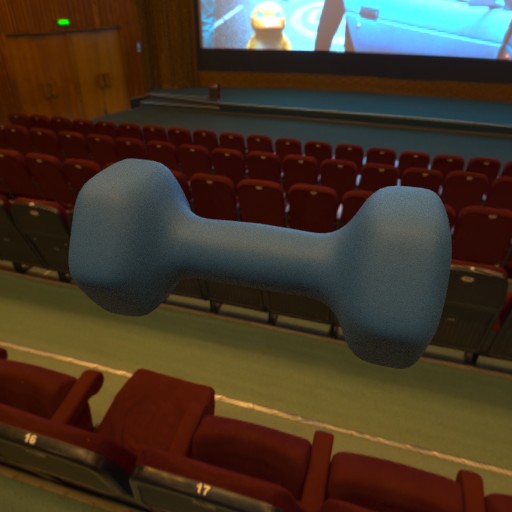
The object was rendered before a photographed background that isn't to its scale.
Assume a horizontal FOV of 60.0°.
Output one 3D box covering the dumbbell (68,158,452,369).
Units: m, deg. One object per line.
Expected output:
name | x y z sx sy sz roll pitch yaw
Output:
dumbbell | 0.000 0.000 0.266 0.212 0.093 0.103 9 32 14
